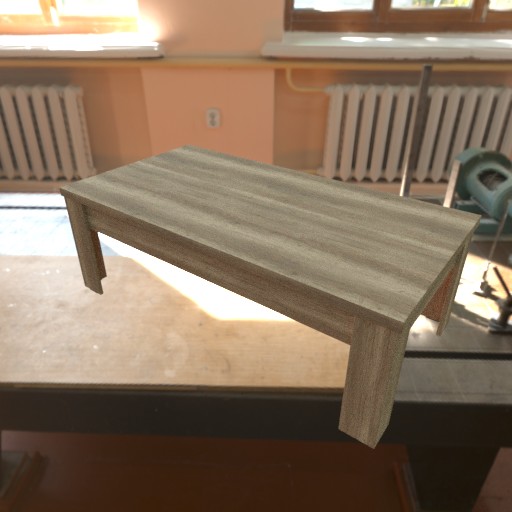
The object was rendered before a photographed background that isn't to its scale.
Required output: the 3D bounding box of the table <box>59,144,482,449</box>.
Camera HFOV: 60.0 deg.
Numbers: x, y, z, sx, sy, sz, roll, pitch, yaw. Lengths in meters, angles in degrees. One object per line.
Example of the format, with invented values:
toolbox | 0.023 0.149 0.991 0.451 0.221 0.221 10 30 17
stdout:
table | 0.000 0.000 1.697 1.350 0.460 0.700 21 36 31
